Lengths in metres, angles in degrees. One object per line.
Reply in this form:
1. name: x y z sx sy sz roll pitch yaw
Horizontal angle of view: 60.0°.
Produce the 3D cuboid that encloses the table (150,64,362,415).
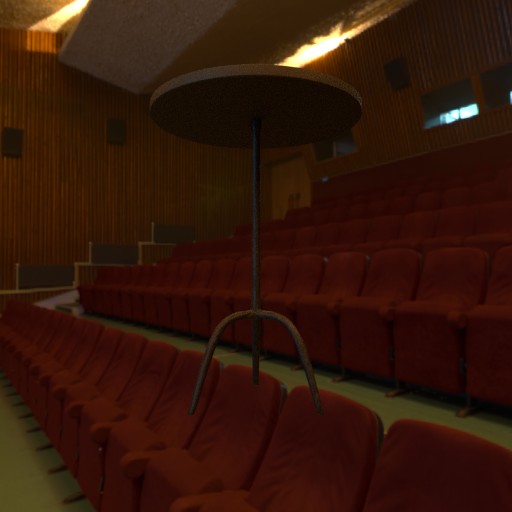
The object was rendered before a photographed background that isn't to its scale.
1. table: 0.000 0.000 1.066 0.502 0.700 0.502 1 -2 -36
